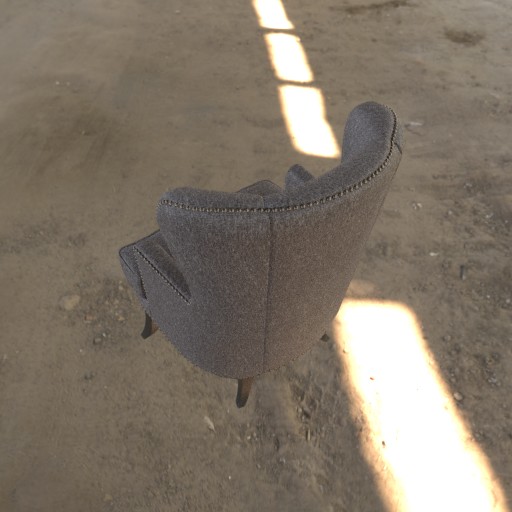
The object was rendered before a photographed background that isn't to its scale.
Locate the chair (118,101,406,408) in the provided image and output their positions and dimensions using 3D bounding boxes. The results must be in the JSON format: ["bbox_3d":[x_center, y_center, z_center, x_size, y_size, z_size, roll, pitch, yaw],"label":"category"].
[{"bbox_3d":[0.000,0.000,1.581,0.759,1.060,0.758,-31,53,-27],"label":"chair"}]
